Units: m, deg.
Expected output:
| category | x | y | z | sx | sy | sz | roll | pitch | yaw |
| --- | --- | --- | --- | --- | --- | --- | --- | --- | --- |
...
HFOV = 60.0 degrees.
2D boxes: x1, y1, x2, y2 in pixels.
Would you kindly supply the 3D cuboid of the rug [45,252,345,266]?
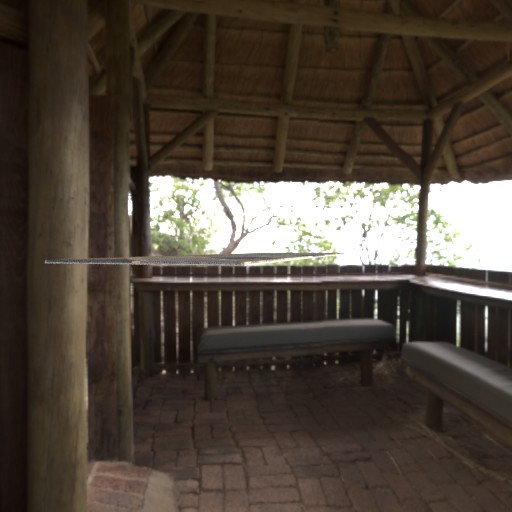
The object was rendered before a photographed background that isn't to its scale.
| category | x | y | z | sx | sy | sz | roll | pitch | yaw |
| --- | --- | --- | --- | --- | --- | --- | --- | --- | --- |
| rug | 0.000 | 0.000 | 2.406 | 0.687 | 0.011 | 2.287 | 0 | 1 | 18 |
